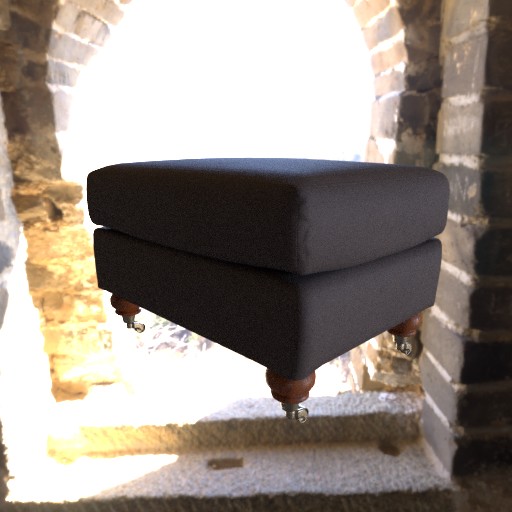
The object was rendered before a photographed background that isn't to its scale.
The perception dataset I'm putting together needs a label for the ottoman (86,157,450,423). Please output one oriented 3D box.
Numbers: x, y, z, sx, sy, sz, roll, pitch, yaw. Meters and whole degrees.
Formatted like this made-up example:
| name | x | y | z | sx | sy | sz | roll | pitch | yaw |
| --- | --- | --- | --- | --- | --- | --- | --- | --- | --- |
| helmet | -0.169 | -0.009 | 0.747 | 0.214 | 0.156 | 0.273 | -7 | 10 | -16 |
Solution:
| name | x | y | z | sx | sy | sz | roll | pitch | yaw |
| --- | --- | --- | --- | --- | --- | --- | --- | --- | --- |
| ottoman | 0.000 | 0.000 | 1.146 | 0.574 | 0.497 | 0.773 | -13 | 18 | -43 |
